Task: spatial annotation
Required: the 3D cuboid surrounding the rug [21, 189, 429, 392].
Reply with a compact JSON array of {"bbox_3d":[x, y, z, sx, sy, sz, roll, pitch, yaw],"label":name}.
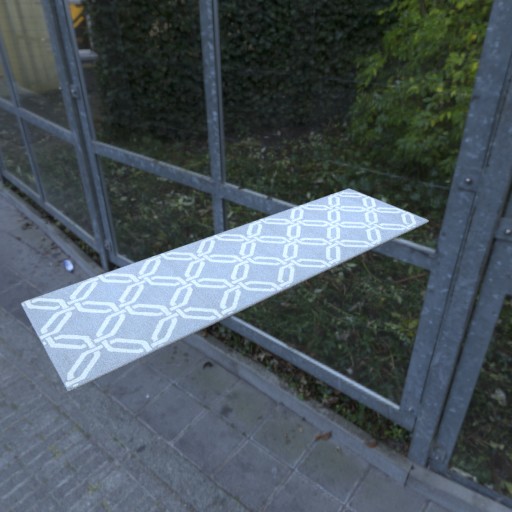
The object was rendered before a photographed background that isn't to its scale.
[{"bbox_3d":[0.000,0.000,2.453,2.276,0.014,0.678,-22,37,-32],"label":"rug"}]
